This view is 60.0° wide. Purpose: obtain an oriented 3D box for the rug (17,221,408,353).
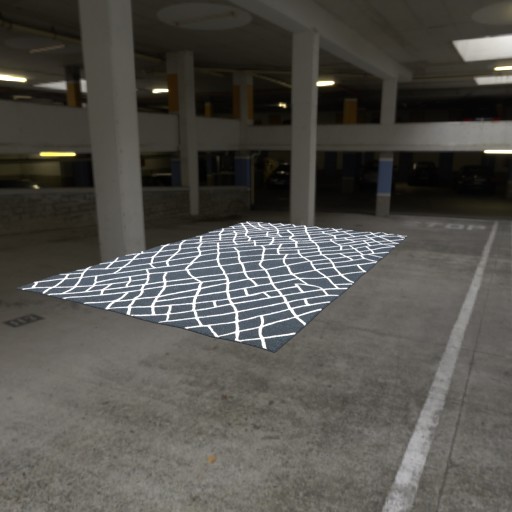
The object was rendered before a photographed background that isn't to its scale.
[{"bbox_3d":[0.000,0.000,3.005,1.529,0.017,2.448,8,16,28],"label":"rug"}]
